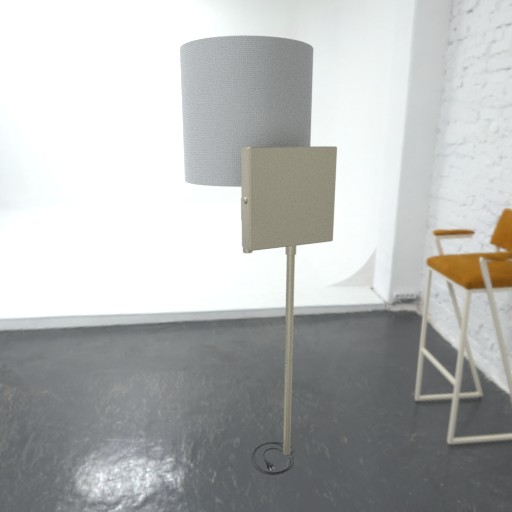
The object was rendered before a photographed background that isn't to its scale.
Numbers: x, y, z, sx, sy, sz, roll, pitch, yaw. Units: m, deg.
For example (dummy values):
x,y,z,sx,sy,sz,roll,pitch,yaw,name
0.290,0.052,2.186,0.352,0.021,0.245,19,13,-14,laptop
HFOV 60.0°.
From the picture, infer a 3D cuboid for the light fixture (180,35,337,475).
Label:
x,y,z,sx,sy,sz,roll,pitch,yaw,name
0.000,0.000,0.678,0.188,0.589,0.248,-7,16,-25,light fixture
